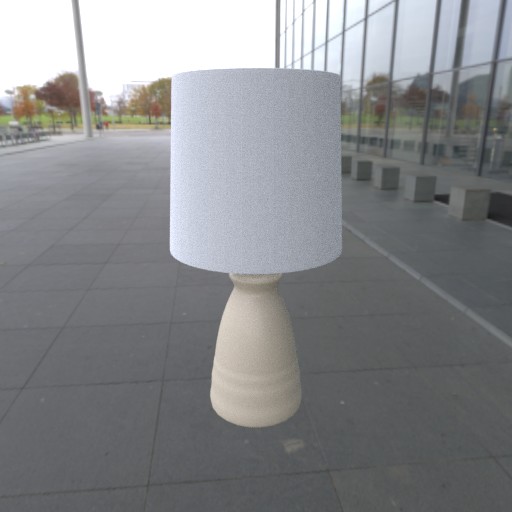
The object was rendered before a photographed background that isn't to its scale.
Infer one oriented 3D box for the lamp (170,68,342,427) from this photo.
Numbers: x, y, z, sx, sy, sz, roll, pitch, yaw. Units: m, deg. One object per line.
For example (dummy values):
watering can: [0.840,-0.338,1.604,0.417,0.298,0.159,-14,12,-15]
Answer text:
lamp: [0.000,0.000,0.492,0.186,0.369,0.186,0,17,0]
